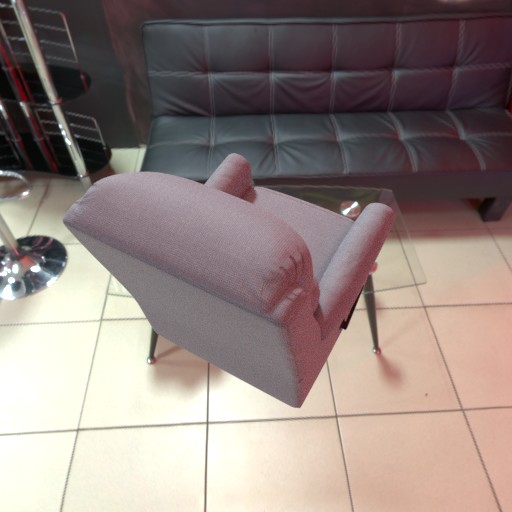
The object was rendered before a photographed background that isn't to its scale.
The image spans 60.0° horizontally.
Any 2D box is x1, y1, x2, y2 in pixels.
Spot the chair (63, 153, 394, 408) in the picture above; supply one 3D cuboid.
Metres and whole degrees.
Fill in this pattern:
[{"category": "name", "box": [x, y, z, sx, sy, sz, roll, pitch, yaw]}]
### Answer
[{"category": "chair", "box": [0.000, 0.000, 1.773, 0.838, 1.054, 1.014, 23, 52, 20]}]
